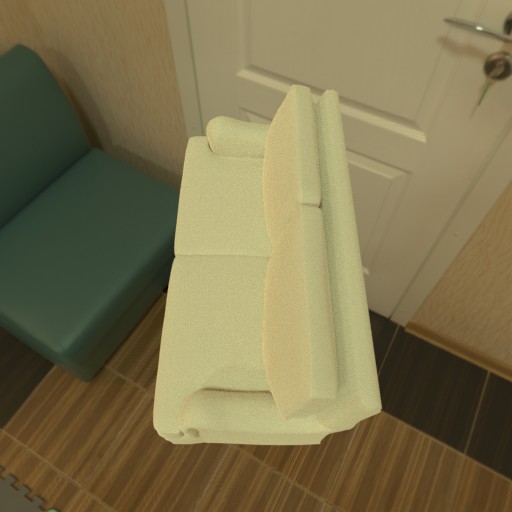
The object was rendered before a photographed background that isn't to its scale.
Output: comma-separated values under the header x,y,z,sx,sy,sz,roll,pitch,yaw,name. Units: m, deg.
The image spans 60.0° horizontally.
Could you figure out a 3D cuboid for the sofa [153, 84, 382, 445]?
x,y,z,sx,sy,sz,roll,pitch,yaw,name
0.000,0.000,2.793,1.086,1.087,2.159,0,58,0,sofa
